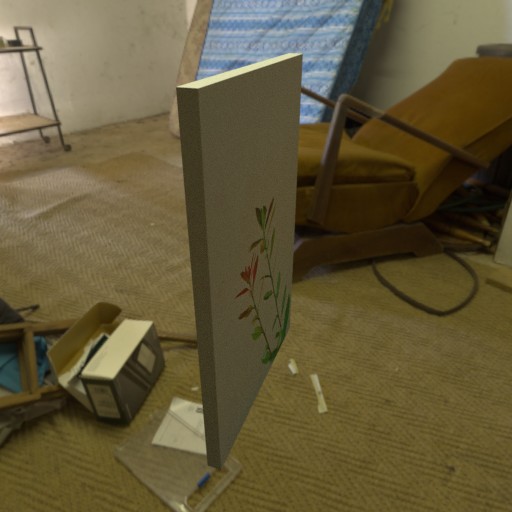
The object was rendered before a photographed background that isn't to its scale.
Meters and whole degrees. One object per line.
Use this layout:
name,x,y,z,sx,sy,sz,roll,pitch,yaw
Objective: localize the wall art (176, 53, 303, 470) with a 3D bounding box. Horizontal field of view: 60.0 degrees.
wall art,0.000,0.000,1.154,0.039,0.915,0.612,10,31,18
